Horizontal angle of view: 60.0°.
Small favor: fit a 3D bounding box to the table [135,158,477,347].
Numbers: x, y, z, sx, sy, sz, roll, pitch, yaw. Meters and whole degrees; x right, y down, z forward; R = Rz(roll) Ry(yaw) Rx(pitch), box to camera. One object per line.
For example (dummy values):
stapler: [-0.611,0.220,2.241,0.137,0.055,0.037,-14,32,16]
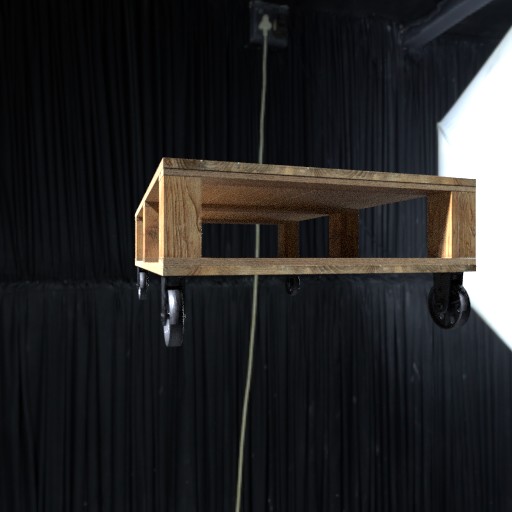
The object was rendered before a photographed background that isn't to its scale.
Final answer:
table: [0.000,0.000,1.681,0.827,0.413,1.299,0,0,-18]
